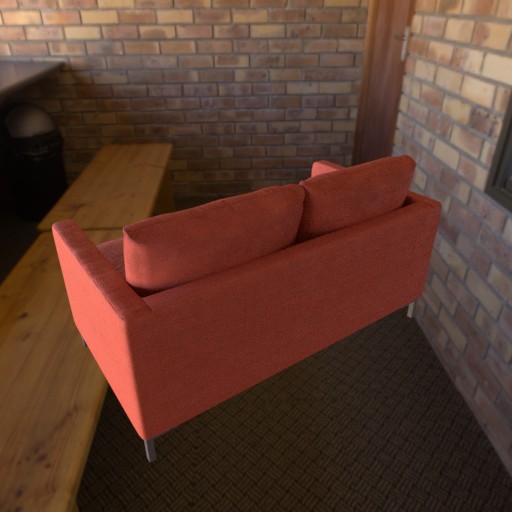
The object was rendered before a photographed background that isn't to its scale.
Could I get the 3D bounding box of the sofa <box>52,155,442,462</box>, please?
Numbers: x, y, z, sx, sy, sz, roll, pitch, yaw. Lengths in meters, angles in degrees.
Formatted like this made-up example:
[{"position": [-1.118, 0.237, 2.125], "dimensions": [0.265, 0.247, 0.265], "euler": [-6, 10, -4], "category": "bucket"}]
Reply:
[{"position": [0.000, 0.000, 2.088], "dimensions": [1.574, 0.896, 0.864], "euler": [-20, 36, -30], "category": "sofa"}]
